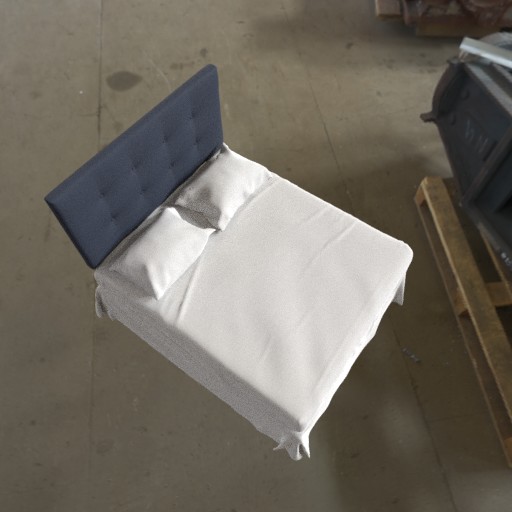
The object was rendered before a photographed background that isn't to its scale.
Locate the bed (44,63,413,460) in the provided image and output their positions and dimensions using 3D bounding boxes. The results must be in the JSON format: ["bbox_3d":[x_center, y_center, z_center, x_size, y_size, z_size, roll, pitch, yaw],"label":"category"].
[{"bbox_3d":[0.000,0.000,3.404,2.222,1.577,1.936,32,64,18],"label":"bed"}]
